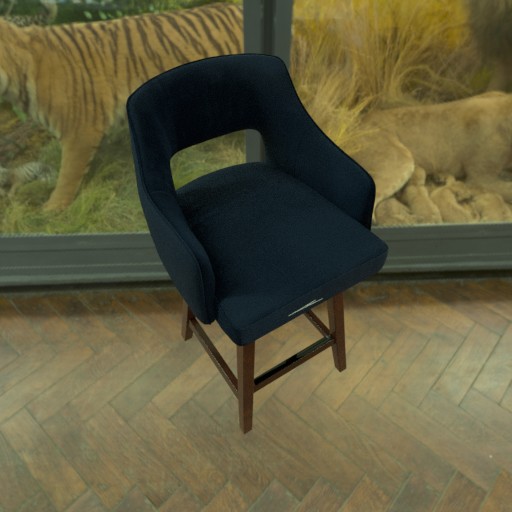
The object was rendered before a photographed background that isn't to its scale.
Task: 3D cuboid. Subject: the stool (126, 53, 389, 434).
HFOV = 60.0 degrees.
[{"bbox_3d":[0.000,0.000,1.284,0.550,0.940,0.560,-25,51,-22],"label":"stool"}]
